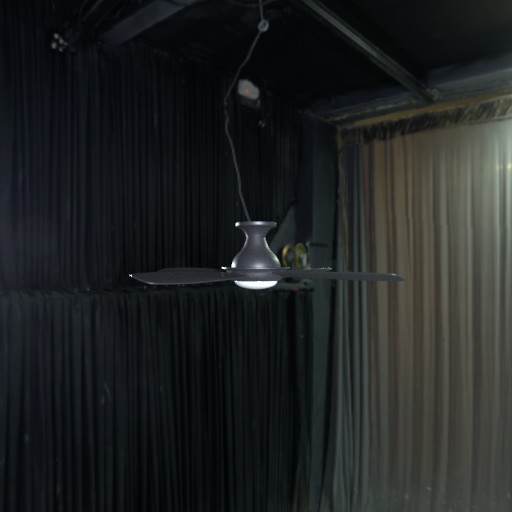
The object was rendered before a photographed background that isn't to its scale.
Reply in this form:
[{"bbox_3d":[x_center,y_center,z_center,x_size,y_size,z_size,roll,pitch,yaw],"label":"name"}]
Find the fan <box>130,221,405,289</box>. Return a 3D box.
[{"bbox_3d":[0.000,0.000,2.569,1.694,0.382,1.694,0,-1,36],"label":"fan"}]
